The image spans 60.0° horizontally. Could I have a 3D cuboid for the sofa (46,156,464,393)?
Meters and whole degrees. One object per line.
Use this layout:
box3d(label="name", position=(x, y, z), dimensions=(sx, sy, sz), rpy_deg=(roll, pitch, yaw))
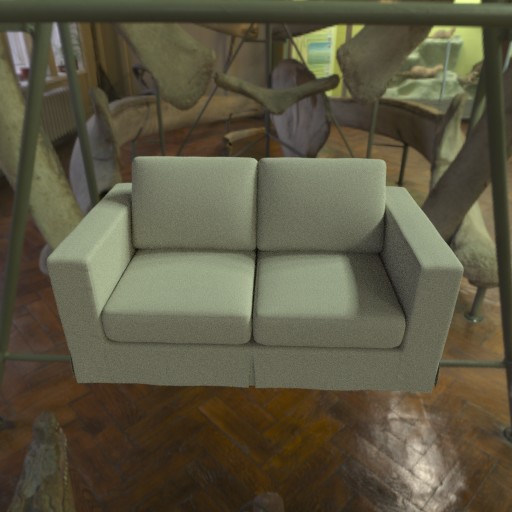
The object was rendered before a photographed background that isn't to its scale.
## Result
box3d(label="sofa", position=(0.000, 0.000, 2.403), dimensions=(1.813, 0.932, 1.009), rpy_deg=(1, 29, 2))
